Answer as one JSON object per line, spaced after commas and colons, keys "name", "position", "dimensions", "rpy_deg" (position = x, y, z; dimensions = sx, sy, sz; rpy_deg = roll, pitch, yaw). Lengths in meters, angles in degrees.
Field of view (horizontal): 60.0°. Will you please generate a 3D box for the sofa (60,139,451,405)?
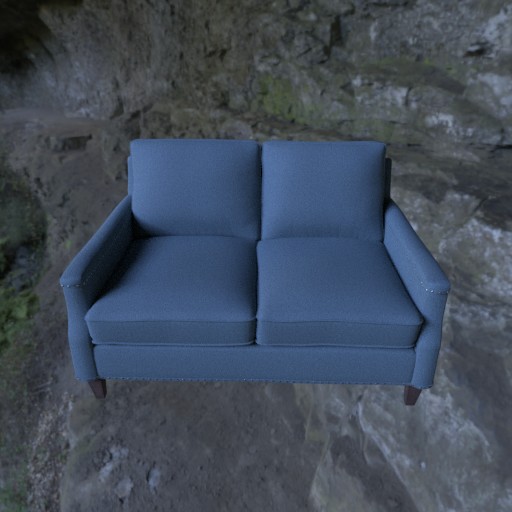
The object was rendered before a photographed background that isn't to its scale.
{"name": "sofa", "position": [0.000, 0.000, 2.242], "dimensions": [1.597, 1.003, 1.084], "rpy_deg": [1, 29, 1]}
